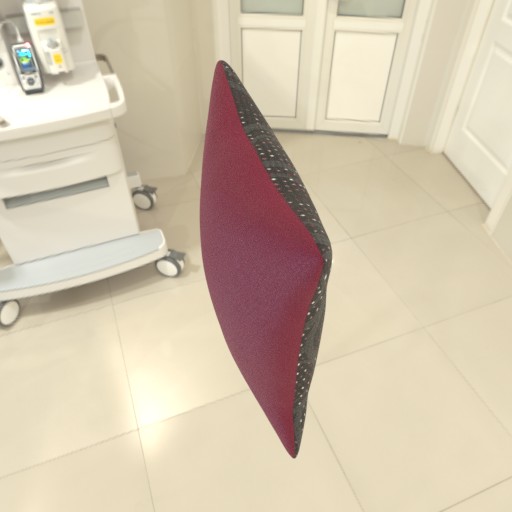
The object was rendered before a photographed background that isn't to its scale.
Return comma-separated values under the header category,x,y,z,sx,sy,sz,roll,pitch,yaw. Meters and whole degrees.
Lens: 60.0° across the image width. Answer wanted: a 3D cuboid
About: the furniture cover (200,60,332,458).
category,x,y,z,sx,sy,sz,roll,pitch,yaw
furniture cover,0.000,0.000,0.814,0.193,0.509,0.552,-10,45,-10
